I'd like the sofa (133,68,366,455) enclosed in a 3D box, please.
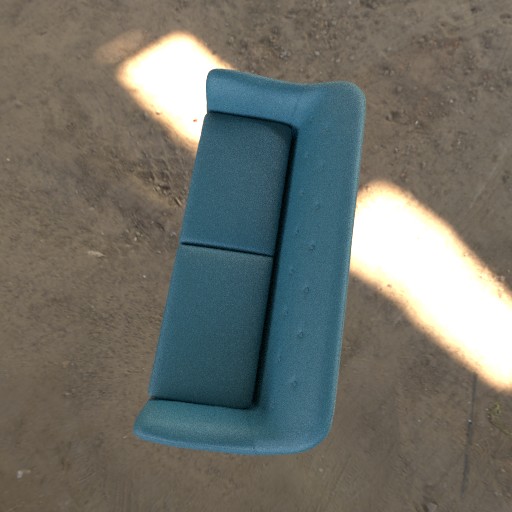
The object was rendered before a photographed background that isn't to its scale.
[{"bbox_3d":[0.000,0.000,2.253,0.820,0.836,1.840,8,76,2],"label":"sofa"}]
